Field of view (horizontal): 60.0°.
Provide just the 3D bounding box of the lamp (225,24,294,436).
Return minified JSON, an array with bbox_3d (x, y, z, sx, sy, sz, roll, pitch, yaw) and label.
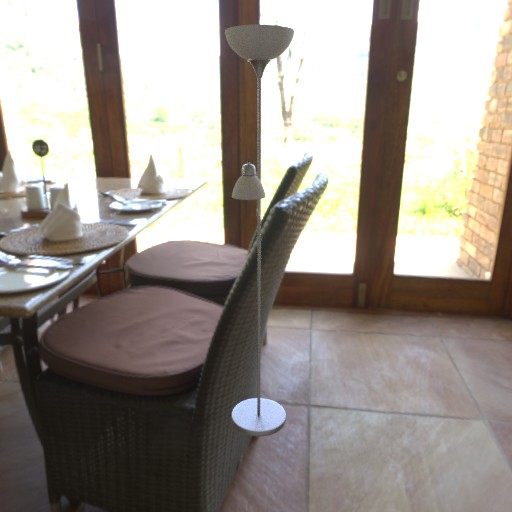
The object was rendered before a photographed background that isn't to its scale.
[{"bbox_3d":[0.000,0.000,1.940,0.279,1.804,0.425,3,18,10],"label":"lamp"}]
